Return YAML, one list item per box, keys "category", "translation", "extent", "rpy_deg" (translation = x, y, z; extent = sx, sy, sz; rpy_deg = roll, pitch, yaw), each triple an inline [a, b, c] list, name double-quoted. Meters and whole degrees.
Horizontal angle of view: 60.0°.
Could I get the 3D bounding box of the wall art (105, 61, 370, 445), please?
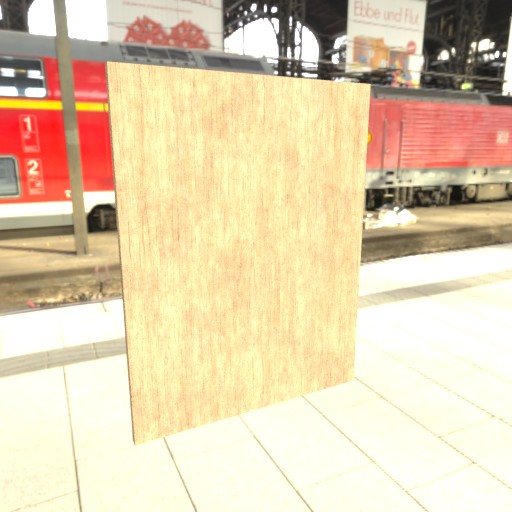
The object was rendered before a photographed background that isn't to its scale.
- category: "wall art"
  translation: [0.000, 0.000, 0.898]
  extent: [0.534, 0.686, 0.018]
  rpy_deg: [-7, 15, -27]
